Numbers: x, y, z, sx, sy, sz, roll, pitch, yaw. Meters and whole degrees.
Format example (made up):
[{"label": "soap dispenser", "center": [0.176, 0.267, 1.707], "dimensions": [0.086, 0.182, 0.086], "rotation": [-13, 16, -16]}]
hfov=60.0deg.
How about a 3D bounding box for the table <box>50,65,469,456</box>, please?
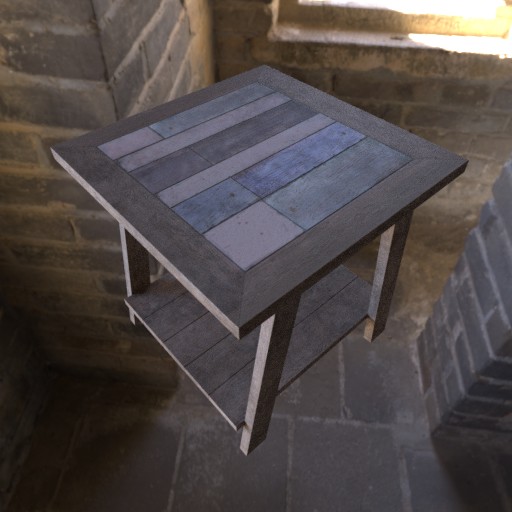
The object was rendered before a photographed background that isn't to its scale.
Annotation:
[{"label": "table", "center": [0.000, 0.000, 1.130], "dimensions": [0.610, 0.610, 0.610], "rotation": [-33, 55, -27]}]
